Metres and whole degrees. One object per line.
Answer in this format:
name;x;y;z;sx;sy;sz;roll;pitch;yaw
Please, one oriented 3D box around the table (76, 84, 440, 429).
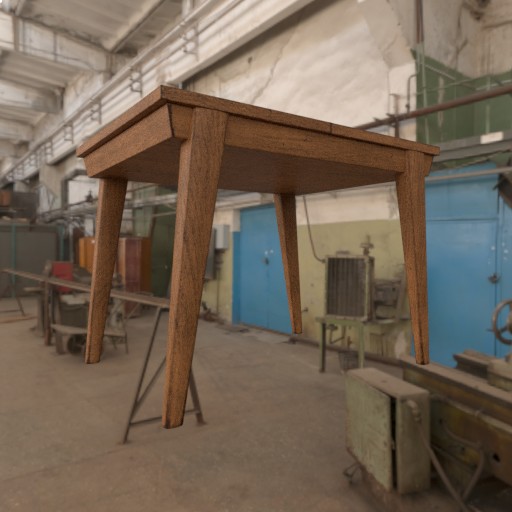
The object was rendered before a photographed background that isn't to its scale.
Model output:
table;0.000;0.000;1.563;1.027;0.760;0.757;-1;1;-35
